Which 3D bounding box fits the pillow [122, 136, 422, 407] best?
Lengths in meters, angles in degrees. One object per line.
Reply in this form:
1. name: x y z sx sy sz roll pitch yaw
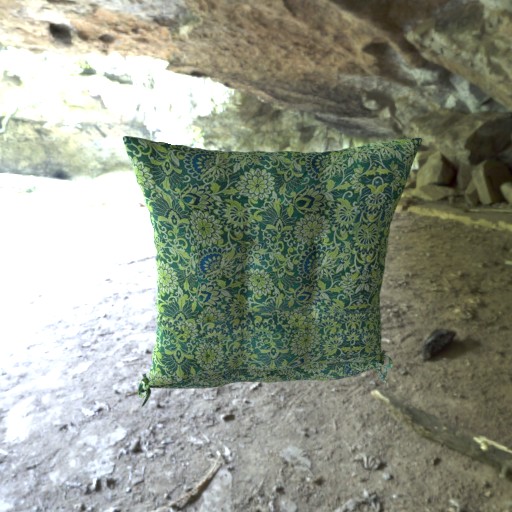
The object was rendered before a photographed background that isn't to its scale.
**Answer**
1. pillow: 0.000 0.000 1.025 0.541 0.536 0.585 -3 15 -10
